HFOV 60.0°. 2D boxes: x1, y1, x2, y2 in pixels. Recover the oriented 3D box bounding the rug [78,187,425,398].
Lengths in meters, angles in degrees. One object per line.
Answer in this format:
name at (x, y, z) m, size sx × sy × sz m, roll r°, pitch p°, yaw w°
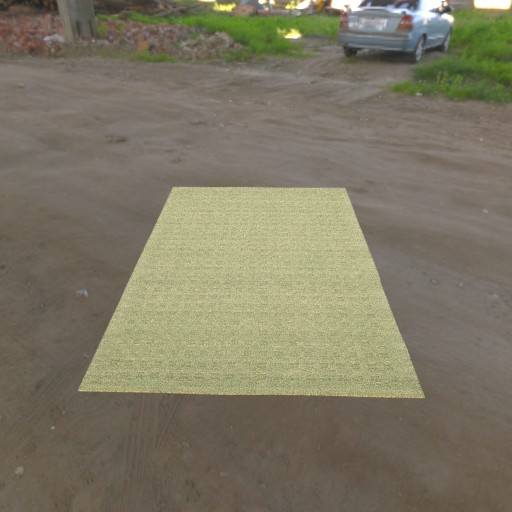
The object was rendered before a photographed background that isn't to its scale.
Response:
rug at (0.000, 0.000, 2.198) m, size 1.143 × 0.006 × 1.747 m, roll 1°, pitch 31°, yaw 1°
